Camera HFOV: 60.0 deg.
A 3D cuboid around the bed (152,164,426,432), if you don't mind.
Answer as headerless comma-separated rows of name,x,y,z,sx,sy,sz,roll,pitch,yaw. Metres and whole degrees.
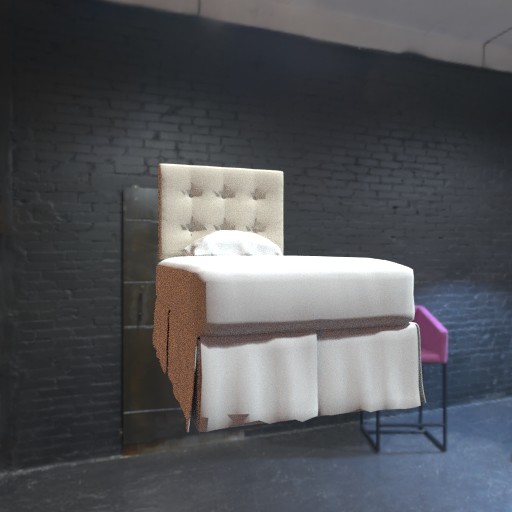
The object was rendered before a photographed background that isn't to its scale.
bed,0.000,0.000,3.051,1.261,1.571,1.997,0,0,-18
